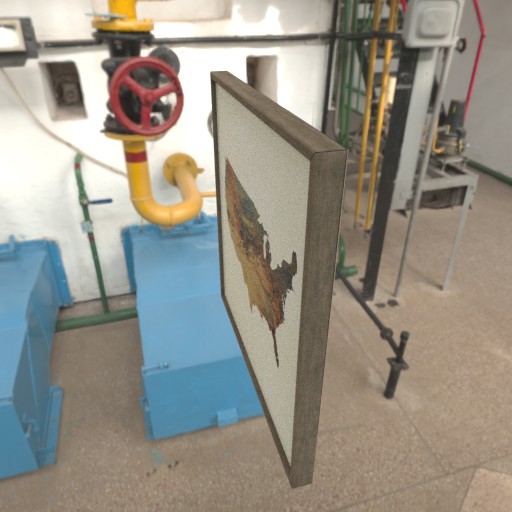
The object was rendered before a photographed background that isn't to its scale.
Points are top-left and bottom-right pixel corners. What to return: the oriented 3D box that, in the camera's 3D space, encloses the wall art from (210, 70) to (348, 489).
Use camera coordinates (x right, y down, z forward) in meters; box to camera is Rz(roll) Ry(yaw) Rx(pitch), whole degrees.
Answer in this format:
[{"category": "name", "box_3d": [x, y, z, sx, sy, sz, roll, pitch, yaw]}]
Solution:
[{"category": "wall art", "box_3d": [0.000, 0.000, 1.093, 0.050, 0.751, 0.749, -8, 31, -14]}]
